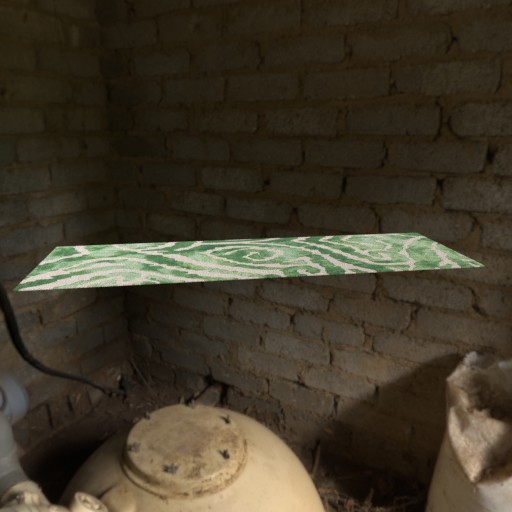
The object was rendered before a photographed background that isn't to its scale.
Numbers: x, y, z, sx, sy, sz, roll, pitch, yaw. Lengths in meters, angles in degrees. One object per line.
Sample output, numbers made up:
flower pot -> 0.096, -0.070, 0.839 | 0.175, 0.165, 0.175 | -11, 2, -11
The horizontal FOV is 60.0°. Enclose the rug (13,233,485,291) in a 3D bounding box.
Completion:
rug -> 0.000, 0.000, 2.626 | 2.438, 0.006, 0.761 | -3, 17, -8
